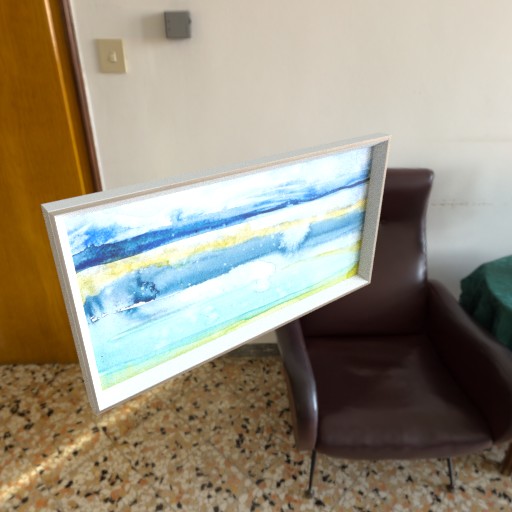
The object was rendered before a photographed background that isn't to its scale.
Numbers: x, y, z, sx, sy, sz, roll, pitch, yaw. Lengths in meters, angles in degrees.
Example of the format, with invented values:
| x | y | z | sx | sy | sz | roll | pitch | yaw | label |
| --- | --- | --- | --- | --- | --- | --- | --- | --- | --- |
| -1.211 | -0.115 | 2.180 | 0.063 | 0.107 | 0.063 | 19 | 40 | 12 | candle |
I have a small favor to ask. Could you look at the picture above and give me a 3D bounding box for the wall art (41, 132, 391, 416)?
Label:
| x | y | z | sx | sy | sz | roll | pitch | yaw | label |
| --- | --- | --- | --- | --- | --- | --- | --- | --- | --- |
| 0.000 | 0.000 | 0.995 | 0.812 | 0.431 | 0.038 | -20 | 34 | -32 | wall art |
